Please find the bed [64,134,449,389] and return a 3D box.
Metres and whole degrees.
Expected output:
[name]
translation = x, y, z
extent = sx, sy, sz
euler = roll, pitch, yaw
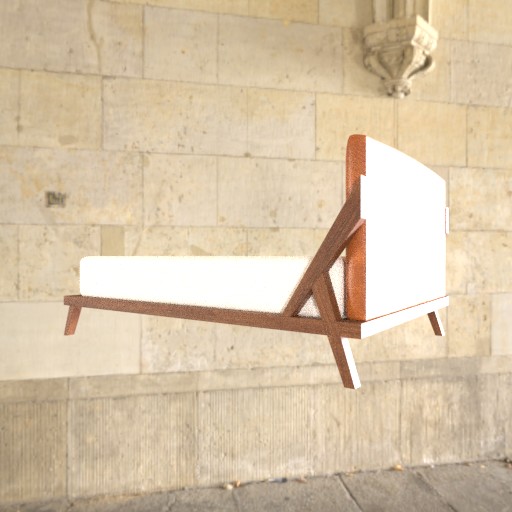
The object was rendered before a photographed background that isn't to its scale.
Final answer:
[bed]
translation = 0.000, 0.000, 3.269
extent = 2.311, 1.168, 1.651
euler = 0, 0, 36
